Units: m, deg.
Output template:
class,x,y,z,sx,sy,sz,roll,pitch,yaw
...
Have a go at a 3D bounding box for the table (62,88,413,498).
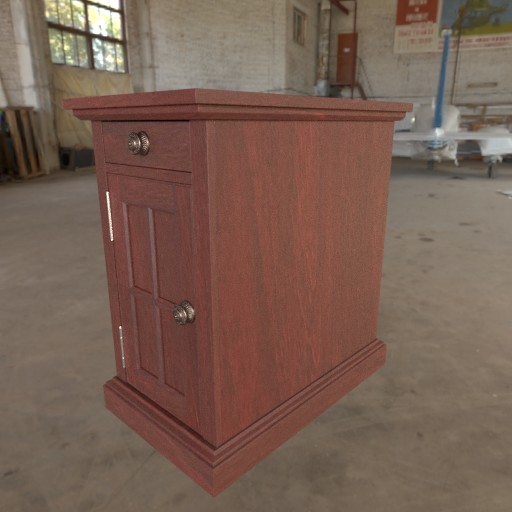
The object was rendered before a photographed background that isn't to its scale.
class,x,y,z,sx,sy,sz,roll,pitch,yaw
table,0.000,0.000,0.929,0.356,0.612,0.584,15,22,41
